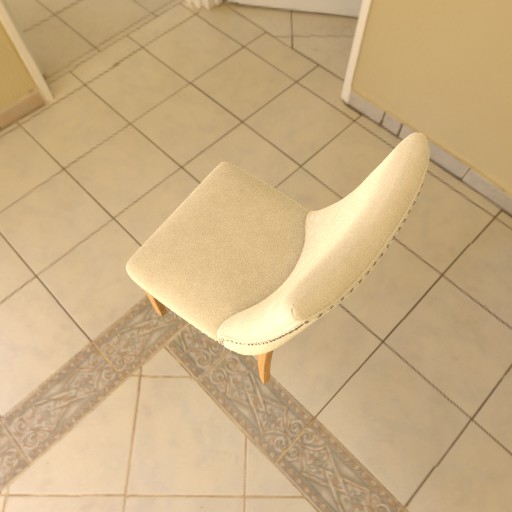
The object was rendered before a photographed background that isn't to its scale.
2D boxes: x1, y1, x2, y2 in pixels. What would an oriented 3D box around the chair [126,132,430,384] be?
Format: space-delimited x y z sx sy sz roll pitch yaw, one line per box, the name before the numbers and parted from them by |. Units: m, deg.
chair | 0.000 0.000 1.252 0.610 0.902 0.495 33 68 15
